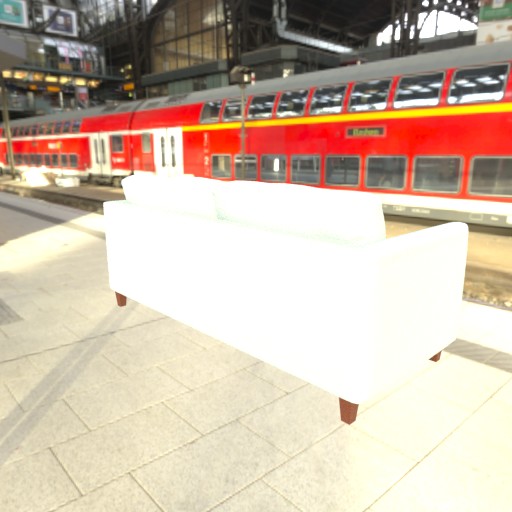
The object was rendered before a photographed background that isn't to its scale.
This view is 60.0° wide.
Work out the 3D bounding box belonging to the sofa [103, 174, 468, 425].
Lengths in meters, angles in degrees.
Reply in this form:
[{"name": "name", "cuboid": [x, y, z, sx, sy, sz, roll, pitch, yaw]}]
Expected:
[{"name": "sofa", "cuboid": [0.000, 0.000, 2.750, 0.951, 0.965, 2.208, -13, 18, -42]}]
